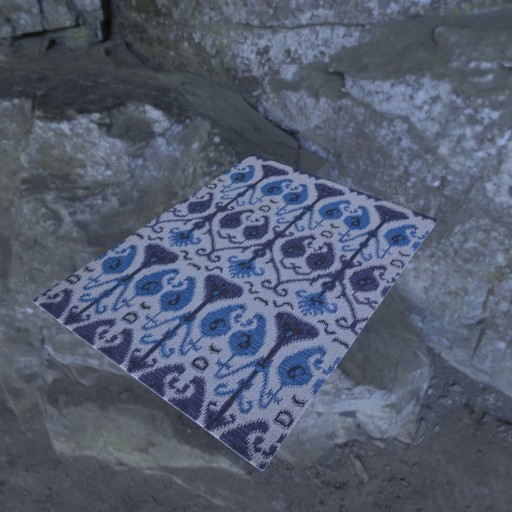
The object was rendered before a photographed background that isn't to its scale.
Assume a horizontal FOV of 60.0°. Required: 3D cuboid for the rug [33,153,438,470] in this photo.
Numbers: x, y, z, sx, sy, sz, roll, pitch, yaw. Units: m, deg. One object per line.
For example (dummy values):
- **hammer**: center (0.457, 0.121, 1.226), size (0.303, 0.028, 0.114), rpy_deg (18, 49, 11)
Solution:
- **rug**: center (0.000, 0.000, 4.257), size (2.443, 0.024, 3.228), rpy_deg (26, 47, 26)
